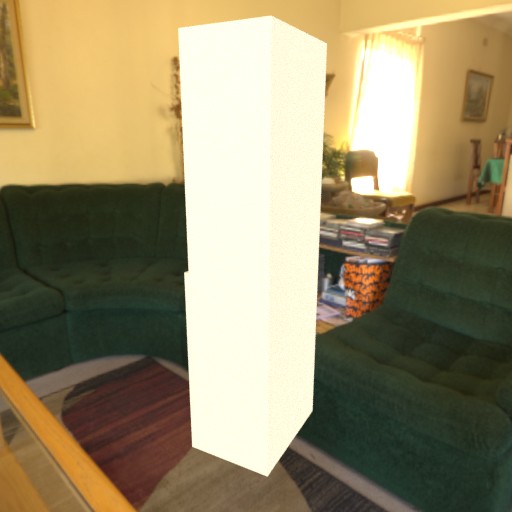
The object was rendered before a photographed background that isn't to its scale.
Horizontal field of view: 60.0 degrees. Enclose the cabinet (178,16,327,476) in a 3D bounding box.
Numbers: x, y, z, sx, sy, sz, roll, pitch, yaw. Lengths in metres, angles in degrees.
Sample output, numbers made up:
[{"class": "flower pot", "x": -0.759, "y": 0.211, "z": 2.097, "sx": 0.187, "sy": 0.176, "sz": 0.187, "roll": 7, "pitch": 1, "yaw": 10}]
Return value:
[{"class": "cabinet", "x": 0.000, "y": 0.000, "z": 1.496, "sx": 0.300, "sy": 1.350, "sz": 0.400, "roll": 8, "pitch": 18, "yaw": 27}]
